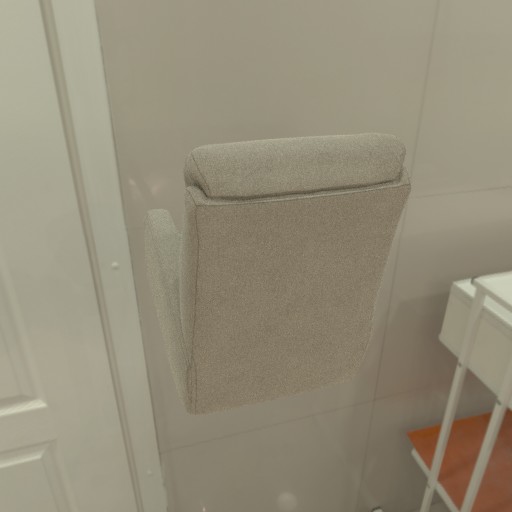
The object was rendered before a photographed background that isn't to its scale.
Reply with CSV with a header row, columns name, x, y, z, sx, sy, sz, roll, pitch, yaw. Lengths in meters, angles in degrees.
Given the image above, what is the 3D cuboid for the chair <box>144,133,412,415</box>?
name,x,y,z,sx,sy,sz,roll,pitch,yaw
chair,0.000,0.000,1.691,0.794,1.021,0.940,-8,28,-16
